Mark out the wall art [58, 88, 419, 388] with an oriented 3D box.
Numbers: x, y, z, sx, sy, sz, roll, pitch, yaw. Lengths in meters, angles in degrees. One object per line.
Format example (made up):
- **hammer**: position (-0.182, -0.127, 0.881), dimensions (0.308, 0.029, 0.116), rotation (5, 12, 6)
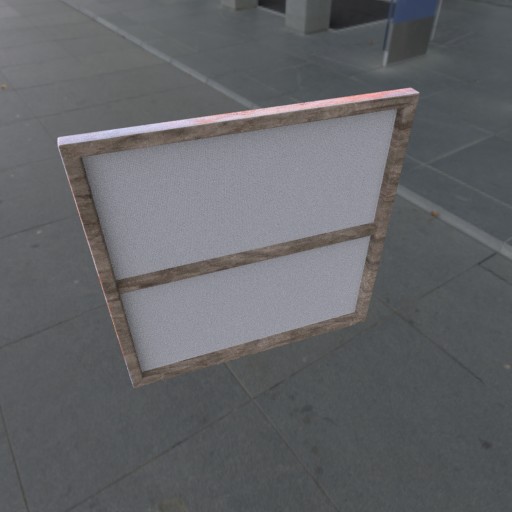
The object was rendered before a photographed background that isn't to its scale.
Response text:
- **wall art**: position (0.000, 0.000, 1.121), dimensions (0.747, 0.747, 0.035), rotation (-13, 42, -15)
